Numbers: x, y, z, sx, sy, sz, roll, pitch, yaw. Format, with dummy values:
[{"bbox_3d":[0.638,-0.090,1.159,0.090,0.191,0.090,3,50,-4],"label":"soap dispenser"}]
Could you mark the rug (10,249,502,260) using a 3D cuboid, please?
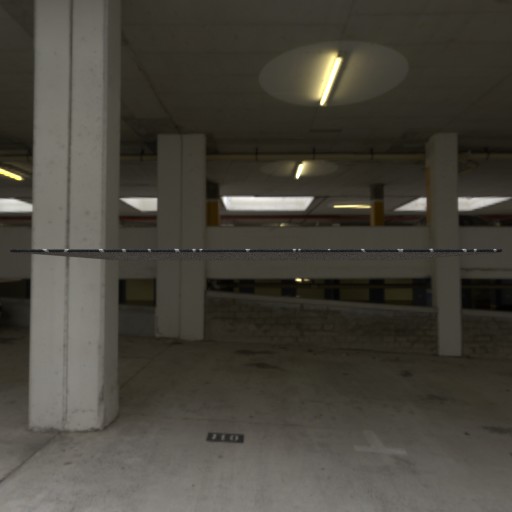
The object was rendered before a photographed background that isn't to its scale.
[{"bbox_3d":[0.000,0.000,2.243,1.830,0.013,1.223,0,-2,0],"label":"rug"}]
